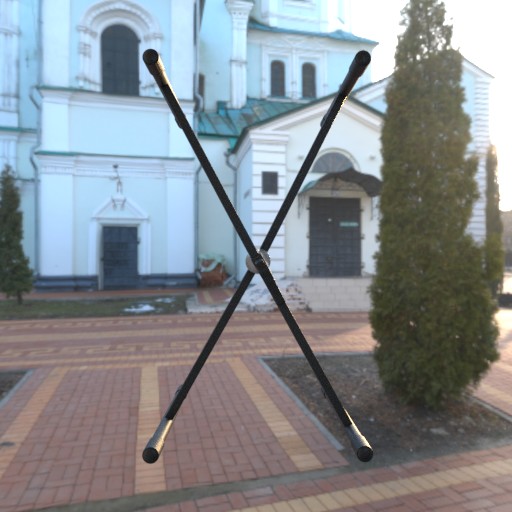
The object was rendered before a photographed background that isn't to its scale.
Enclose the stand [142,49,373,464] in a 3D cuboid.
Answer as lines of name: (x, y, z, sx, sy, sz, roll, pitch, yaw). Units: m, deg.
stand: (0.000, 0.000, 1.205, 0.503, 0.900, 0.495, 0, 0, -1)
